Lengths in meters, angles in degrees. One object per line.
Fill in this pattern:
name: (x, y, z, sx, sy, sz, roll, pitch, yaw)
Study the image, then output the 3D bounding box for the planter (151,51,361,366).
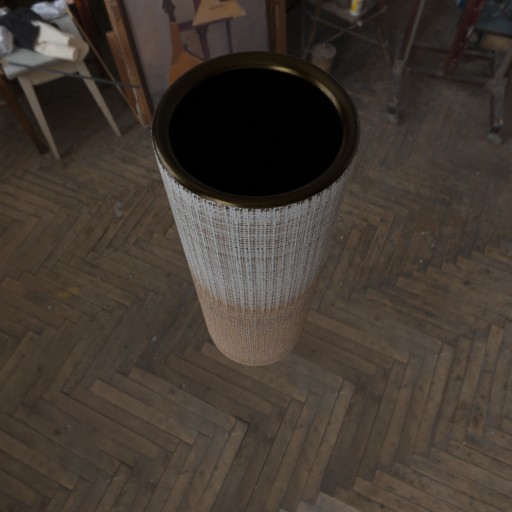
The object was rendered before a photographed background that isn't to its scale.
planter: (0.000, 0.000, 0.330, 0.099, 0.278, 0.099, 28, 66, 14)
